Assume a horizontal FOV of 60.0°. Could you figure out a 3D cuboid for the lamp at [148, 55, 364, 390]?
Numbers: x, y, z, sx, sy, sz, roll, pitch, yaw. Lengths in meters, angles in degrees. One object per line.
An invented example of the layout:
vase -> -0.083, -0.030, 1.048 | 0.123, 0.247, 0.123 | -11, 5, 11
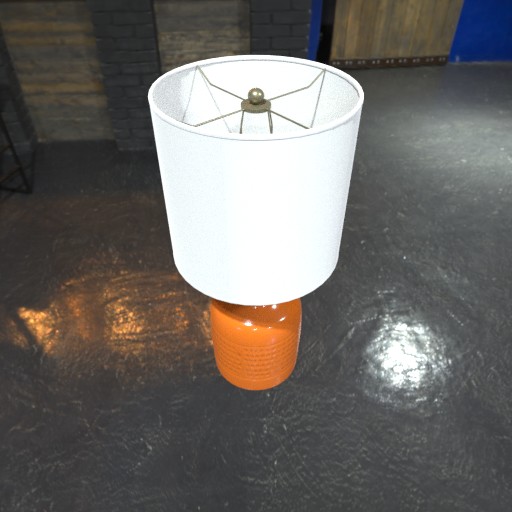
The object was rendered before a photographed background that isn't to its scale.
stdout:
lamp -> 0.000, 0.000, 1.156 | 0.418, 0.871, 0.418 | -2, 41, -2
